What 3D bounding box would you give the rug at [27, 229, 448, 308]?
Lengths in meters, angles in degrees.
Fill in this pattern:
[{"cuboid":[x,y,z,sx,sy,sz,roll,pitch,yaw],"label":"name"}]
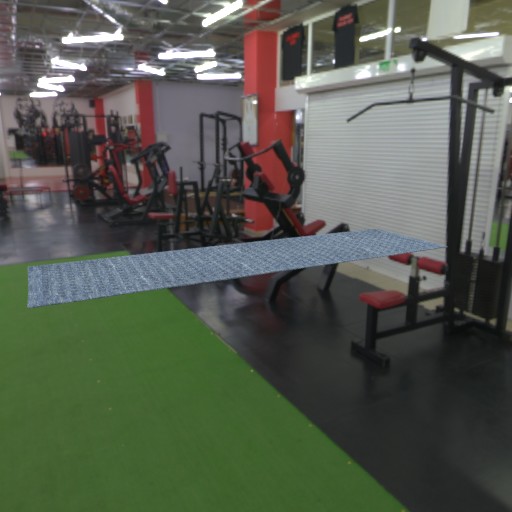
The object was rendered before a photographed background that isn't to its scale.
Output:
[{"cuboid":[0.000,0.000,2.649,2.443,0.008,0.688,-7,16,-25],"label":"rug"}]
